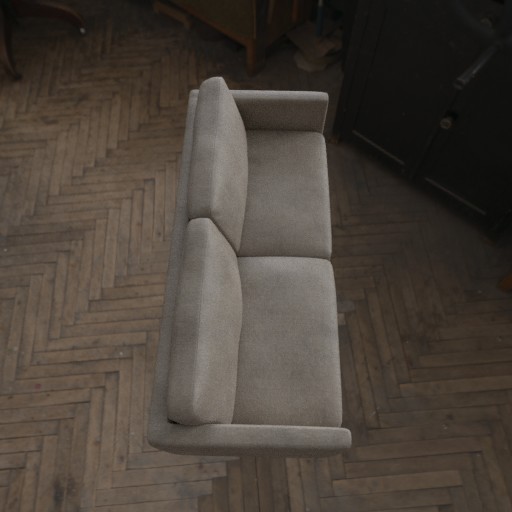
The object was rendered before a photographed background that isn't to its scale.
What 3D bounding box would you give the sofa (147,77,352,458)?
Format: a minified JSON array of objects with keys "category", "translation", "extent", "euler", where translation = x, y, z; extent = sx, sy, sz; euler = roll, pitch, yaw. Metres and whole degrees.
[{"category":"sofa","translation":[0.000,0.000,2.696],"extent":[0.951,0.965,2.208],"euler":[1,63,1]}]
